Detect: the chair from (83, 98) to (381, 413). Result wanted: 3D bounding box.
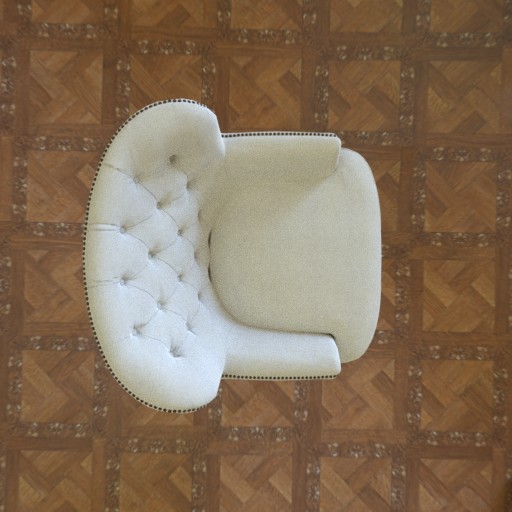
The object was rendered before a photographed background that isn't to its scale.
[{"bbox_3d":[0.000,0.000,1.566,0.906,0.868,0.848,0,90,0],"label":"chair"}]
